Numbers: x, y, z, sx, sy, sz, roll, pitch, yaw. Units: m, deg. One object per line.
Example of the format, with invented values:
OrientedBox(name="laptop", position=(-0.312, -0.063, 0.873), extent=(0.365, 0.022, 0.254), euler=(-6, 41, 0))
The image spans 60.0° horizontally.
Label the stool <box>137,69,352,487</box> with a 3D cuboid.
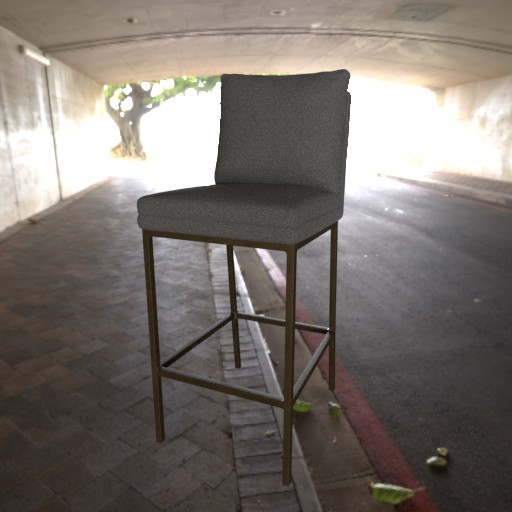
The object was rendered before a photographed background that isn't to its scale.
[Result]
OrientedBox(name="stool", position=(0.000, 0.000, 1.393), extent=(0.463, 1.130, 0.569), euler=(7, 17, 24))
